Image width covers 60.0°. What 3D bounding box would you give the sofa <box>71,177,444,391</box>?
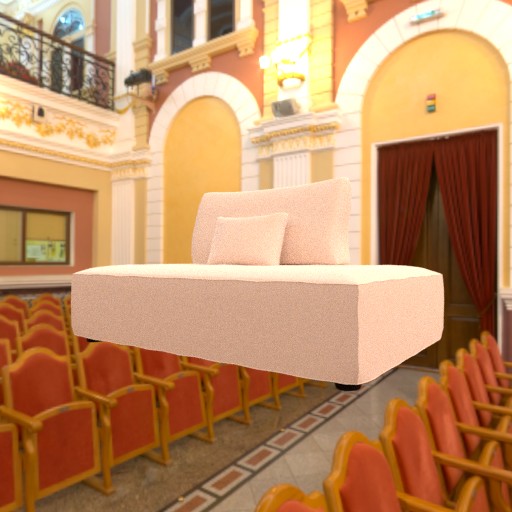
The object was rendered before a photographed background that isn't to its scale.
[{"bbox_3d":[0.000,0.000,2.086,1.450,0.820,1.000,0,0,36],"label":"sofa"}]
